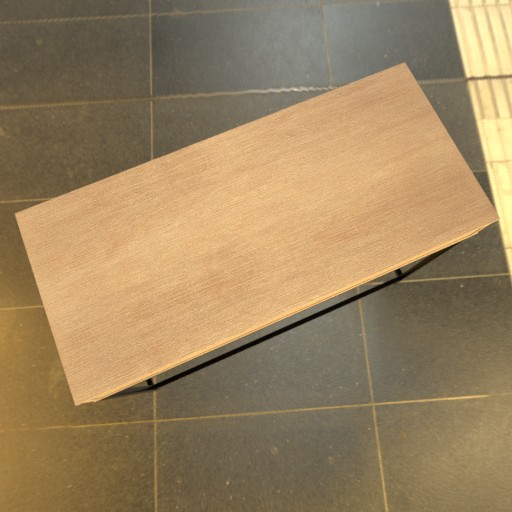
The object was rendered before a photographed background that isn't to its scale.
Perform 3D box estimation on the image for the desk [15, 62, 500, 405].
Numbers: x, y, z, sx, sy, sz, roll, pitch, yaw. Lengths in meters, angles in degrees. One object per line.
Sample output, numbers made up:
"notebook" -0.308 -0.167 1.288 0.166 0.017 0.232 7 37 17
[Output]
"desk" 0.000 0.000 1.386 1.016 0.762 0.470 -23 76 -6
